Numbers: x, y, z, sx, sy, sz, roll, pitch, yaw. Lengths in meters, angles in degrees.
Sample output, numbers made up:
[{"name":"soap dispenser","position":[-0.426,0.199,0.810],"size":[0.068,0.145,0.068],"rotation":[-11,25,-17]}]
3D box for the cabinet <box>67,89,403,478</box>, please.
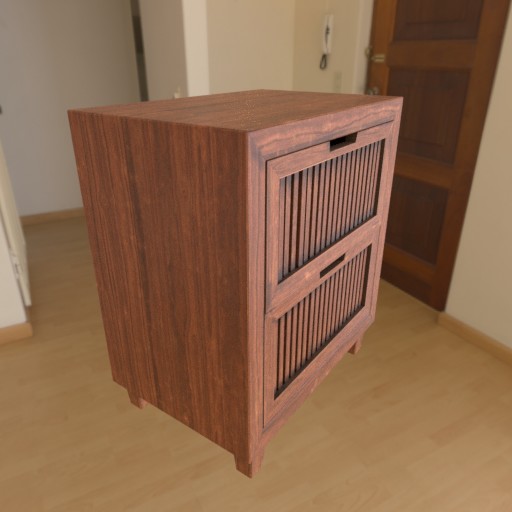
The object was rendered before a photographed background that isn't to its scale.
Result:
[{"name":"cabinet","position":[0.000,0.000,1.056],"size":[0.410,0.695,0.607],"rotation":[17,29,32]}]
